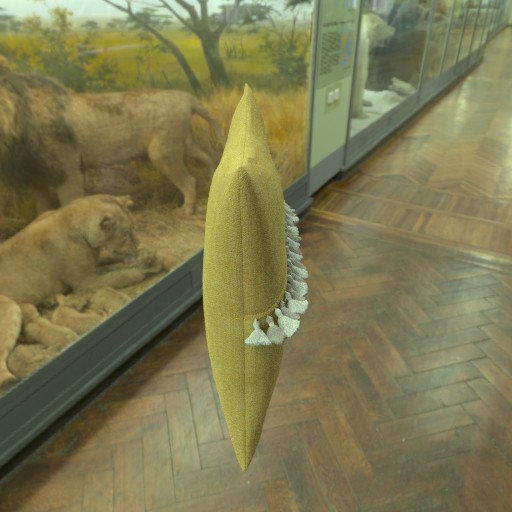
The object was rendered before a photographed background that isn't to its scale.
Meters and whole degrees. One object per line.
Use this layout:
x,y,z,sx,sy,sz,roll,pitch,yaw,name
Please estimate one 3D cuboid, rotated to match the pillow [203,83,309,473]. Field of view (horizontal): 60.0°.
0.000,0.000,0.754,0.167,0.481,0.485,0,31,0,pillow
